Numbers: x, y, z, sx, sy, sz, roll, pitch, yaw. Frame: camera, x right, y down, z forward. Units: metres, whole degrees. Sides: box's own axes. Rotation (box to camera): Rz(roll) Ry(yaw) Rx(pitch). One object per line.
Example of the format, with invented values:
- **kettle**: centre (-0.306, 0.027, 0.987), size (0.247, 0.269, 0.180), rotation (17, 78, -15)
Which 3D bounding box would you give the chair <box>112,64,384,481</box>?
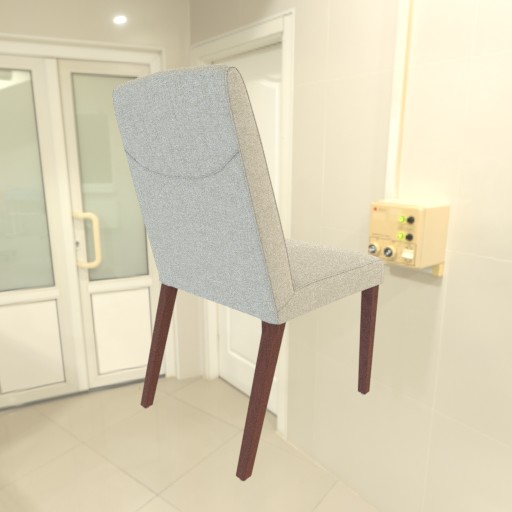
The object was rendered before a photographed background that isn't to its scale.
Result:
- **chair**: centre (0.000, 0.000, 1.230), size (0.480, 0.900, 0.594), rotation (13, 19, 43)
